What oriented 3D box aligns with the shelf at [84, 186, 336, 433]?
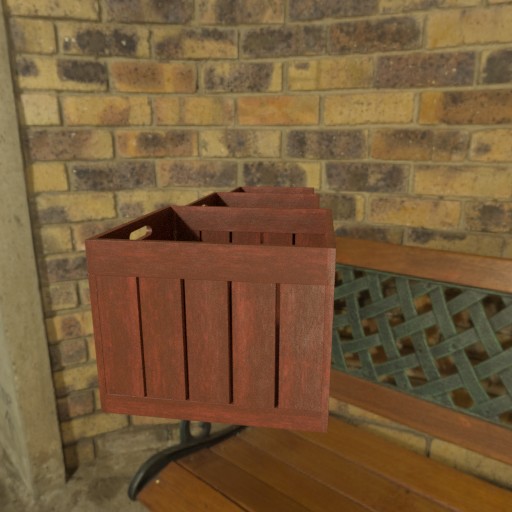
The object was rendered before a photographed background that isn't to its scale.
[{"bbox_3d":[0.000,0.000,1.223,0.393,0.311,1.064,2,15,8],"label":"shelf"}]
